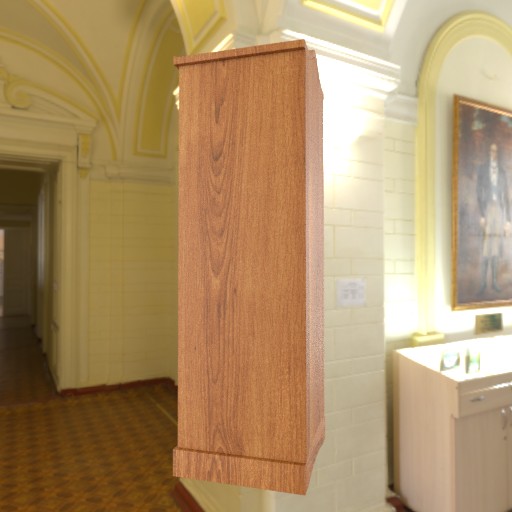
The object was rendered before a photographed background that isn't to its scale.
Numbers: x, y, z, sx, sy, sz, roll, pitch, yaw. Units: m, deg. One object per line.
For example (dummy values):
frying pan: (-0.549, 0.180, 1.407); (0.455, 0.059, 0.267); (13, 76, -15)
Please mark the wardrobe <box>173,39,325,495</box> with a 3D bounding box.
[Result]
wardrobe: (0.000, 0.000, 2.096); (0.570, 1.870, 0.590); (0, -1, 16)
